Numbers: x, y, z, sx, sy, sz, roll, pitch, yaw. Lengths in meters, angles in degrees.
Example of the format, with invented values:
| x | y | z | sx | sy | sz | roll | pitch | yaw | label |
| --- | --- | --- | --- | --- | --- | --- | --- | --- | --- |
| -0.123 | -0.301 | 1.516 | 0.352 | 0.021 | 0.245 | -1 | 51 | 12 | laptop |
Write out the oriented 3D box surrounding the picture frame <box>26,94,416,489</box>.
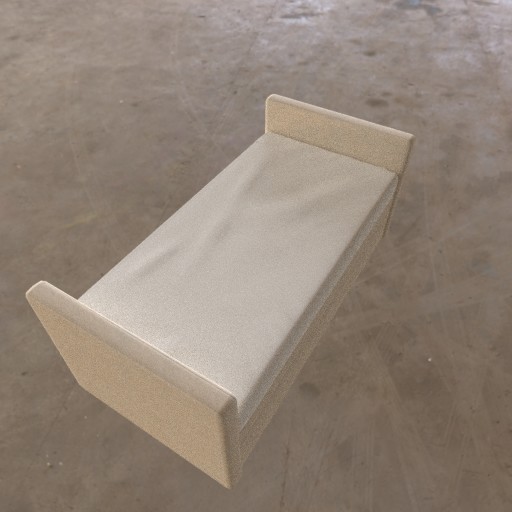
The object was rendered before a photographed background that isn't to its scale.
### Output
| x | y | z | sx | sy | sz | roll | pitch | yaw | label |
| --- | --- | --- | --- | --- | --- | --- | --- | --- | --- |
| 0.000 | 0.000 | 2.692 | 1.069 | 0.891 | 2.161 | 24 | 51 | 21 | picture frame |
